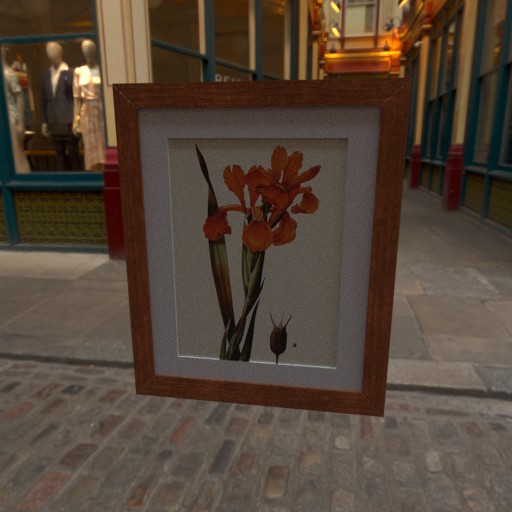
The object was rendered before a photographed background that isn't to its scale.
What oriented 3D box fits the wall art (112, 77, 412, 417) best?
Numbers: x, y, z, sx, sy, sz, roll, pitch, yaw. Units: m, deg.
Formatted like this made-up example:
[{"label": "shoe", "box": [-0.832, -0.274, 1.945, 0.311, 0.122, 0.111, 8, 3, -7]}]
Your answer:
[{"label": "wall art", "box": [0.000, 0.000, 0.771, 0.467, 0.567, 0.033, 2, 15, 9]}]
